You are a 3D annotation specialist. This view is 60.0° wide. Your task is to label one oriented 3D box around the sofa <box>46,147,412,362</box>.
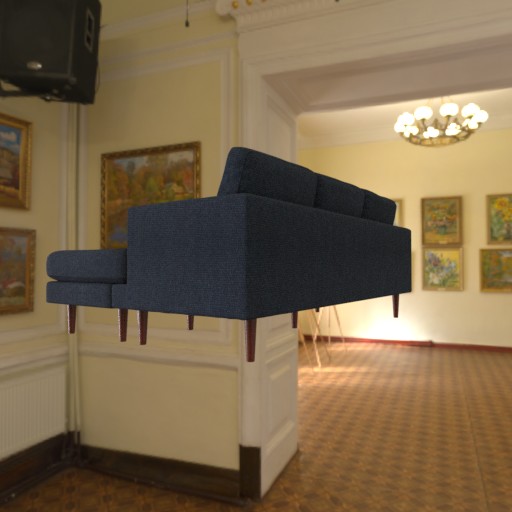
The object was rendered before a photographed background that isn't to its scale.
[{"bbox_3d":[0.000,0.000,3.098,1.504,0.956,2.233,-1,-1,35],"label":"sofa"}]
